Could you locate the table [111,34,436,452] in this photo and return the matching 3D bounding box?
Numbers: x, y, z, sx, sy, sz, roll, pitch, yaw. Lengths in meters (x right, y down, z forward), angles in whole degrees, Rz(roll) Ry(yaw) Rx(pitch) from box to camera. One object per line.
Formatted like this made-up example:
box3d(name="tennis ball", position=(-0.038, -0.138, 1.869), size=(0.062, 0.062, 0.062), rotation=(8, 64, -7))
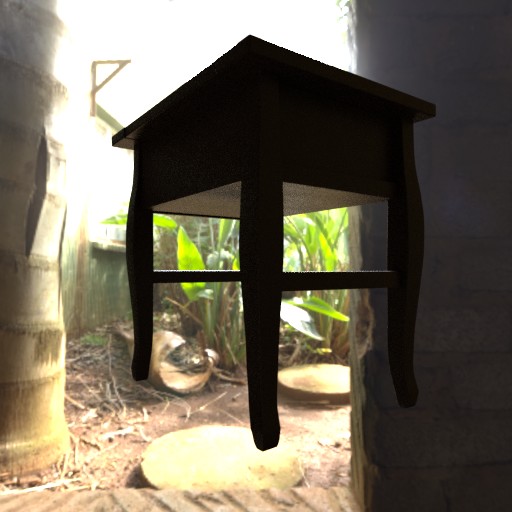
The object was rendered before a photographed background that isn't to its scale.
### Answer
box3d(name="table", position=(0.000, 0.000, 0.992), size=(0.460, 0.605, 0.602), rotation=(1, -2, -36))
